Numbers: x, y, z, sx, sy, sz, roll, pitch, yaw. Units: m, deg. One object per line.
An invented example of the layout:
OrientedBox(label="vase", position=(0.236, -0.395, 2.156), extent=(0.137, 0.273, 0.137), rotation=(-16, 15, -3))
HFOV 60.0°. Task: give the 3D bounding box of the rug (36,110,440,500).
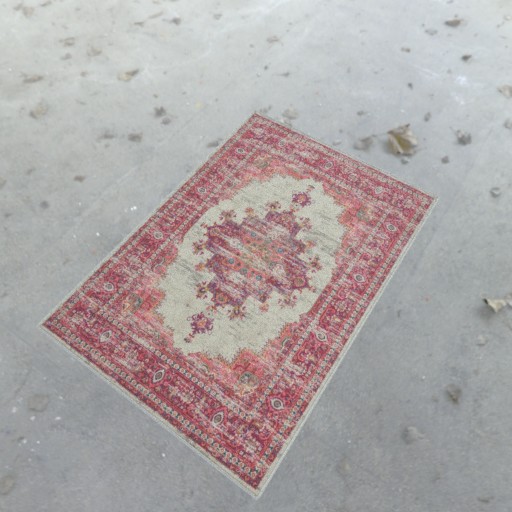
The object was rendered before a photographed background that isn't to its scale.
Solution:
OrientedBox(label="rug", position=(0.000, 0.000, 2.198), extent=(1.217, 0.011, 1.747), rotation=(30, 63, 17))
